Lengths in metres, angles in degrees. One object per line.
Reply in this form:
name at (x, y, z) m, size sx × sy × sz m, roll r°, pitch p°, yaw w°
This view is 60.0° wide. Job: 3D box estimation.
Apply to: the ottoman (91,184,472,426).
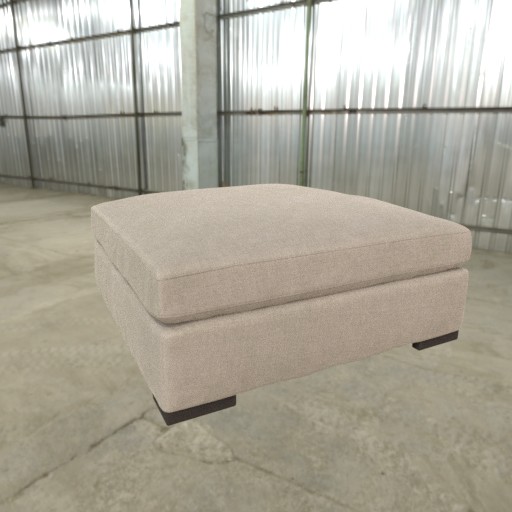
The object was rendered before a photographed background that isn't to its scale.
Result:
ottoman at (0.000, 0.000, 1.836) m, size 1.171 × 0.517 × 1.203 m, roll -8°, pitch 17°, yaw -26°
